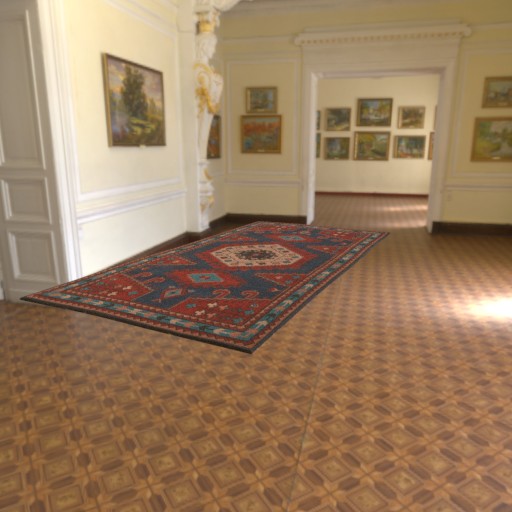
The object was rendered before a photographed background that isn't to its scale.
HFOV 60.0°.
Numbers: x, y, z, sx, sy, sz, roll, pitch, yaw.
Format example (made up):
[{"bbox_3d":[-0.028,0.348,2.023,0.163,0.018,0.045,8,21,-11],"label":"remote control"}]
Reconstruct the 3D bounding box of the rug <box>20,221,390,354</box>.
[{"bbox_3d":[0.000,0.000,3.535,1.522,0.034,3.032,7,16,26],"label":"rug"}]
